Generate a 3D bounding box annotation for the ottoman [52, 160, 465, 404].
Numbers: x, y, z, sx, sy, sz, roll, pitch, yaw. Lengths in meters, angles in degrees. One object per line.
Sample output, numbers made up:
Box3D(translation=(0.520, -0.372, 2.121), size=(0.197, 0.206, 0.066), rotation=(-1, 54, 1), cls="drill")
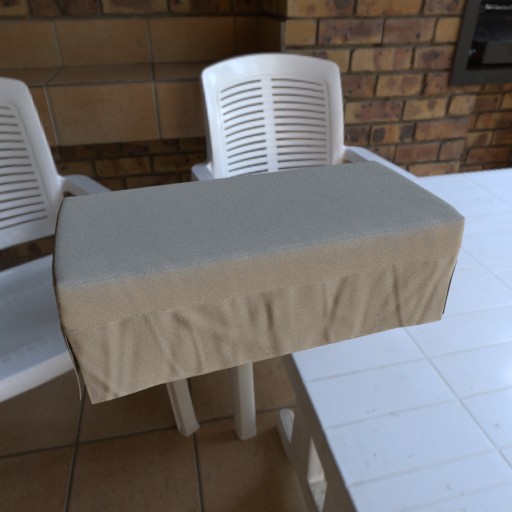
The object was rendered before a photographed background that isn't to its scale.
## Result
Box3D(translation=(0.000, 0.000, 1.705), size=(1.388, 0.457, 0.665), rotation=(-10, 33, -15), cls="ottoman")
